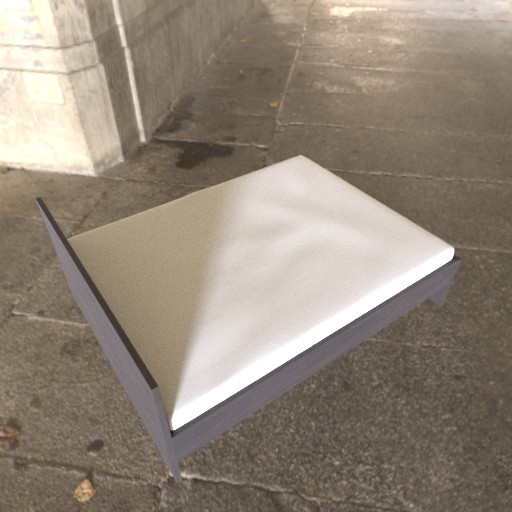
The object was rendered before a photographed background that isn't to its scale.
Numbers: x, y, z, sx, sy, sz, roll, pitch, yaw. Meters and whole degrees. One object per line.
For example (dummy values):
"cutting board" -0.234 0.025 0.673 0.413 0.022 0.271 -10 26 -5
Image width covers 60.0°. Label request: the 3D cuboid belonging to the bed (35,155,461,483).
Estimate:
"bed" 0.000 0.000 2.855 2.073 0.823 1.585 -25 47 -26
